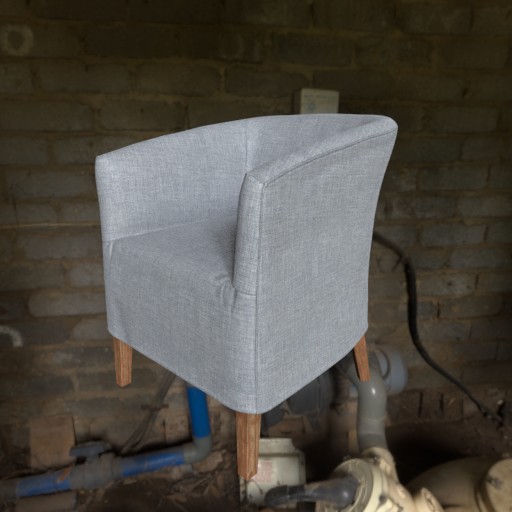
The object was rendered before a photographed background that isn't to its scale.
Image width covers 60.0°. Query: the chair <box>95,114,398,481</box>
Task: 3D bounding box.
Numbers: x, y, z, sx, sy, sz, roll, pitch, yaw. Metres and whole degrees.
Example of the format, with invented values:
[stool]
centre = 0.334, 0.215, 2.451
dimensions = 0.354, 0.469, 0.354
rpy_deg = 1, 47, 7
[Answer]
[chair]
centre = 0.000, 0.000, 1.254
dimensions = 0.600, 0.771, 0.668
rpy_deg = 16, 23, 41
